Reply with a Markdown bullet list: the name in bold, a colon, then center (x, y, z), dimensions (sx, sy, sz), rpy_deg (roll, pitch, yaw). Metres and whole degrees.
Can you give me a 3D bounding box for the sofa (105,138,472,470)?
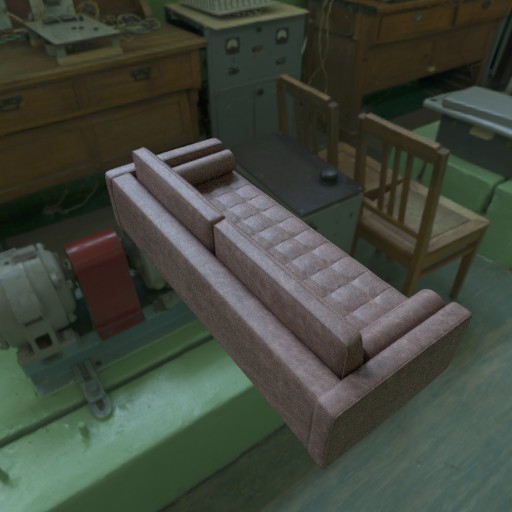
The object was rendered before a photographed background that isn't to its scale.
- **sofa**: center (0.000, 0.000, 2.614), dimensions (0.914, 0.762, 2.210), rpy_deg (-26, 47, -27)
